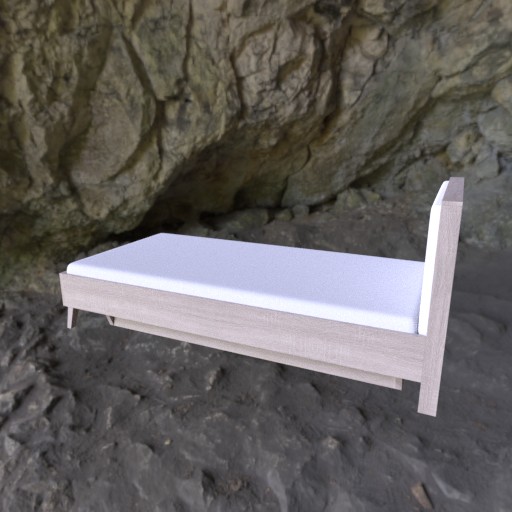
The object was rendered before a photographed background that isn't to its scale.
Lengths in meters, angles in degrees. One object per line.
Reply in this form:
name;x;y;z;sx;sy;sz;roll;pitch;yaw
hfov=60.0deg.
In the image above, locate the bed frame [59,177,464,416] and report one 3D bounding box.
bed frame;0.000;0.000;2.628;2.140;0.920;0.990;7;17;24
